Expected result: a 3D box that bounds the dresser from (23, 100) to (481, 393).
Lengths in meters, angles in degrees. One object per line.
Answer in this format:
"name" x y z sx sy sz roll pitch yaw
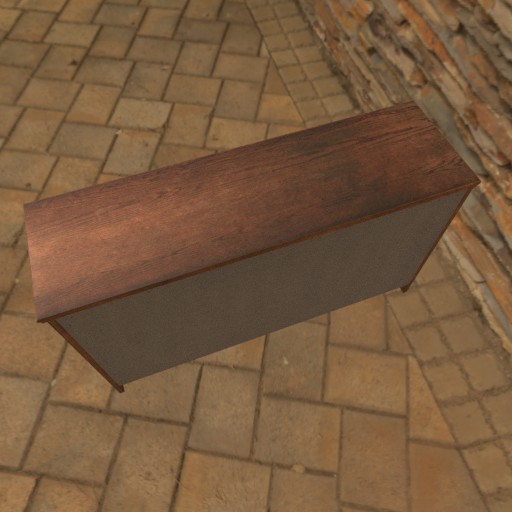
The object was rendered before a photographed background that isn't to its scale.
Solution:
"dresser" 0.000 0.000 1.918 1.551 0.856 0.463 -18 60 -10
